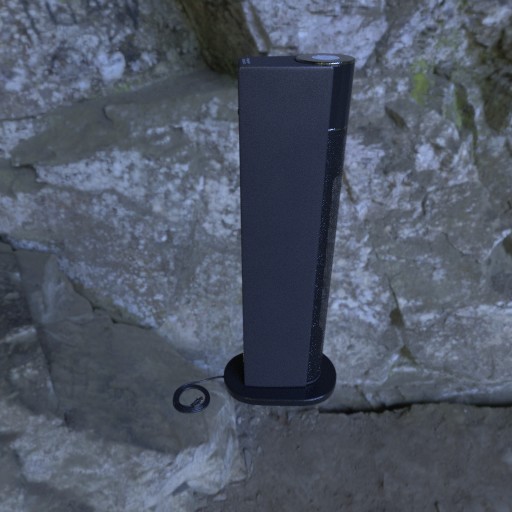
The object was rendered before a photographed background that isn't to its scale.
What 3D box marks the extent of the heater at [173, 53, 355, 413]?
[{"bbox_3d":[0.000,0.000,1.040,0.458,0.856,0.214,-2,32,-2],"label":"heater"}]
